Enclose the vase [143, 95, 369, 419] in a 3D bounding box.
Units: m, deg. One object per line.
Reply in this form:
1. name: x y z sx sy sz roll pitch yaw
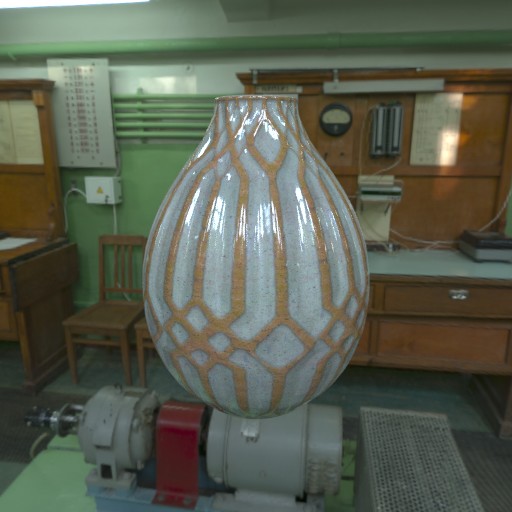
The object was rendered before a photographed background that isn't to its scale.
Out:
1. vase: 0.000 0.000 0.260 0.131 0.175 0.131 0 15 0
